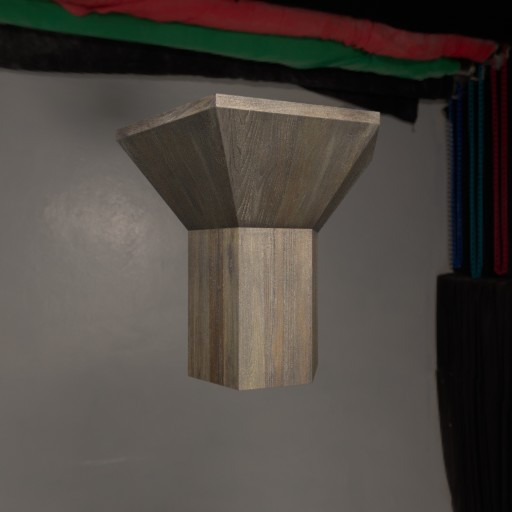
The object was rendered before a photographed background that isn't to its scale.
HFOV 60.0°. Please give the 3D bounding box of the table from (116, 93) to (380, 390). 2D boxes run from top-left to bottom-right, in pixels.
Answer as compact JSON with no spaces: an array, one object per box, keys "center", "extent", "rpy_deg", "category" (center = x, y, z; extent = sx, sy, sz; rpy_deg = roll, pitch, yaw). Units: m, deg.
[{"center":[0.000,0.000,1.134],"extent":[0.683,0.586,0.592],"rpy_deg":[0,0,-18],"category":"table"}]
